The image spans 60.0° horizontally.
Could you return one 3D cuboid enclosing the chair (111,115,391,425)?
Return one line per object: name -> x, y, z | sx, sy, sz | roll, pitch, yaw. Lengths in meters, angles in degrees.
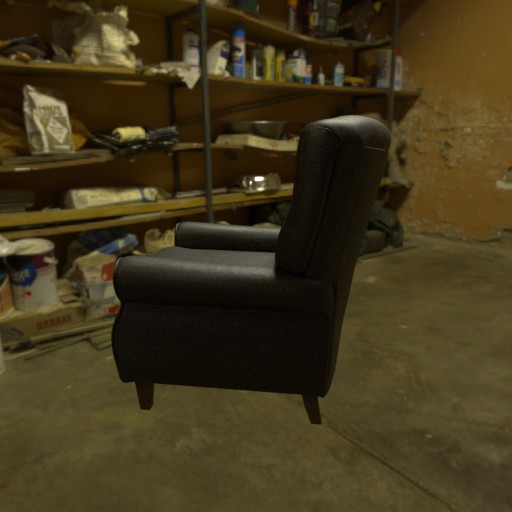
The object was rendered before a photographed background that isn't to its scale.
chair -> 0.000, 0.000, 1.933 | 1.058, 1.158, 0.948 | 2, 15, 8
